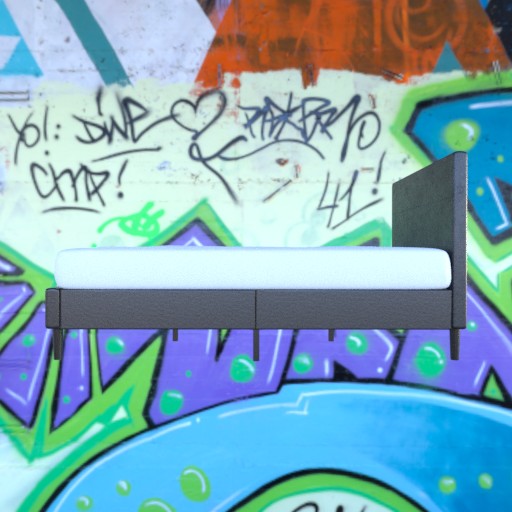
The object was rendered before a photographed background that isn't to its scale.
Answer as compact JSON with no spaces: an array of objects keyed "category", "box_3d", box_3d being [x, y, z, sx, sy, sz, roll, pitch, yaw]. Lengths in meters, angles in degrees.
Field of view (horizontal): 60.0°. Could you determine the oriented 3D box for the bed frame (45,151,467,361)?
[{"category":"bed frame","box_3d":[0.000,0.000,2.564,2.152,1.046,1.038,0,0,0]}]
